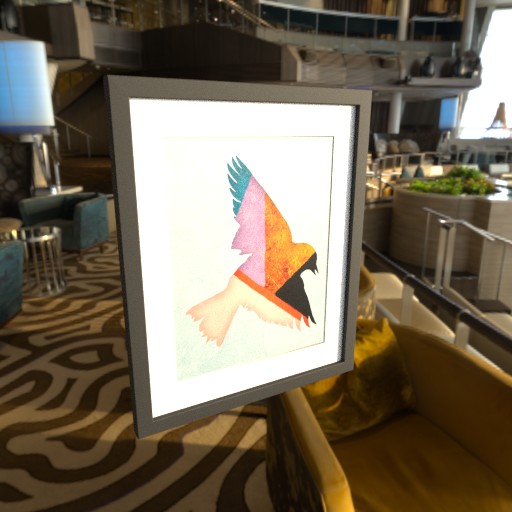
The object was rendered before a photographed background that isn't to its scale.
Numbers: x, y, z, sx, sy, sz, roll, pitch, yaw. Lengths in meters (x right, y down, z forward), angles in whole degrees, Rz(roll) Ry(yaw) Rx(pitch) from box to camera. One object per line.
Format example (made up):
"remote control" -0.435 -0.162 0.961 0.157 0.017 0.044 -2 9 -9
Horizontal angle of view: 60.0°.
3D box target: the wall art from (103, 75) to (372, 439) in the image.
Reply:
"wall art" 0.000 0.000 0.768 0.457 0.558 0.028 -9 18 -28
